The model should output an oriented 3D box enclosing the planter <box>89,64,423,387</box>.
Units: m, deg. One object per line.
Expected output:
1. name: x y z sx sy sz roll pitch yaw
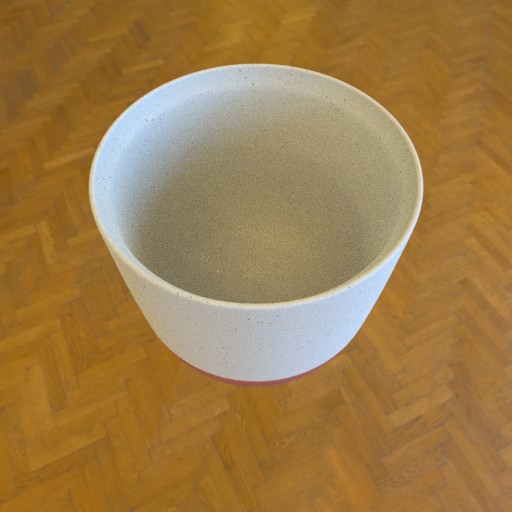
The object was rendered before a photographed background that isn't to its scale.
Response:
1. planter: 0.000 0.000 0.364 0.204 0.214 0.204 0 57 0
